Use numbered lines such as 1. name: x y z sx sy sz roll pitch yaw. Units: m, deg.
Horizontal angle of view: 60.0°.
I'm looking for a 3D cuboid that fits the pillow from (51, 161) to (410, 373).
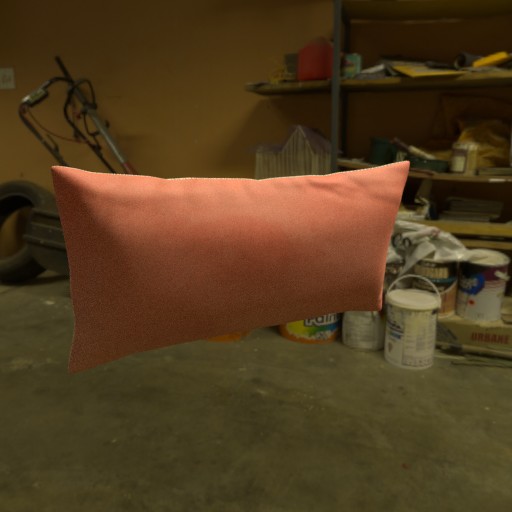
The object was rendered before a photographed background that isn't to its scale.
1. pillow: 0.000 0.000 0.743 0.608 0.307 0.155 -7 15 -26
